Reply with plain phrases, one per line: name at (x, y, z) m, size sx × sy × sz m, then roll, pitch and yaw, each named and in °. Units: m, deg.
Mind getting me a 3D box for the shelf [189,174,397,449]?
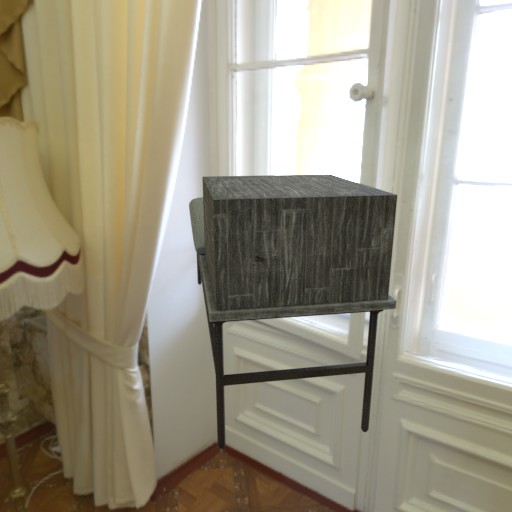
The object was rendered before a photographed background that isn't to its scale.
shelf at (0.000, 0.000, 1.636) m, size 0.457 × 0.633 × 1.342 m, roll -3°, pitch 16°, yaw -9°
